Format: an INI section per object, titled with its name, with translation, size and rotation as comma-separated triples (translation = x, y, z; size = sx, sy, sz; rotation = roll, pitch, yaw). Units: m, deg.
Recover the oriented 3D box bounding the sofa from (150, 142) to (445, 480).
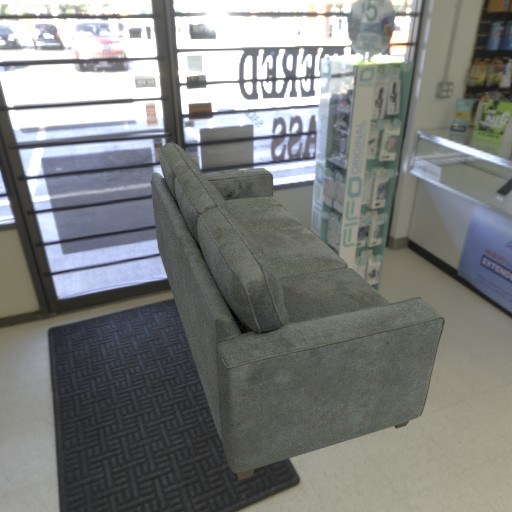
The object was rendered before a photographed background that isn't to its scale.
[sofa]
translation = 0.000, 0.000, 2.603
size = 0.939, 0.965, 2.133
rotation = -9, 30, -17
